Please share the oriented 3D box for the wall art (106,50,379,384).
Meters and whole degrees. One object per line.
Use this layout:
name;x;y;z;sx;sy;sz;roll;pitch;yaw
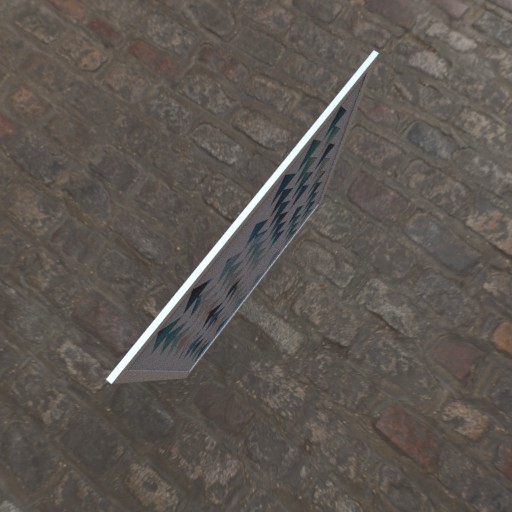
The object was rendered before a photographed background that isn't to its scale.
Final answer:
wall art;0.000;0.000;0.681;0.007;0.456;0.456;36;78;9
